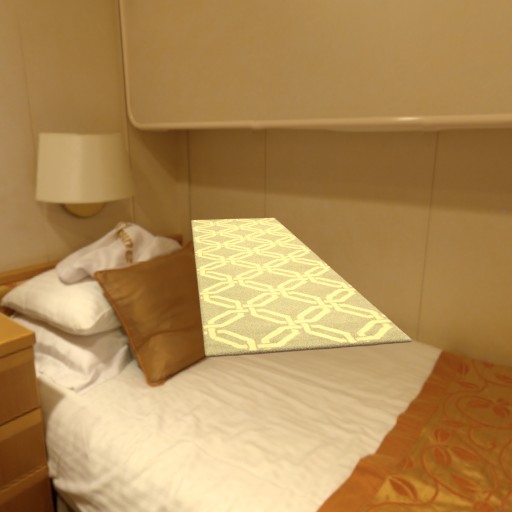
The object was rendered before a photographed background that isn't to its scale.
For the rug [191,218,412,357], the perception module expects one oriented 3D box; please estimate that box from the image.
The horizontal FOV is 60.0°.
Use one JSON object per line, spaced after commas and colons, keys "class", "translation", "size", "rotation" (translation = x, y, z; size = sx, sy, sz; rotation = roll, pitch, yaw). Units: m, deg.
{"class": "rug", "translation": [0.000, 0.000, 2.492], "size": [0.678, 0.014, 2.276], "rotation": [-2, 15, -9]}
